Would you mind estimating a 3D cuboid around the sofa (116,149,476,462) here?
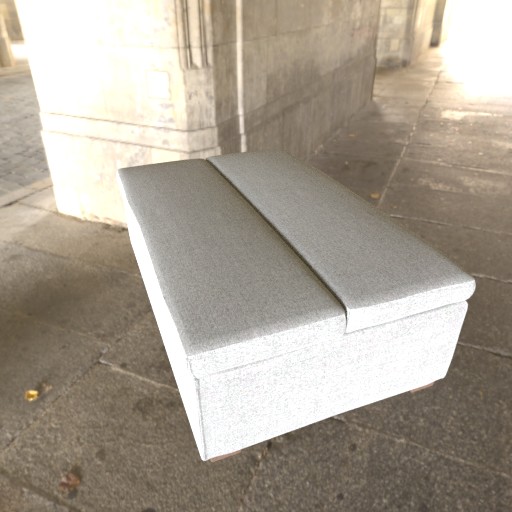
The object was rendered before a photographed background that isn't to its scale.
[{"bbox_3d":[0.000,0.000,1.621,0.817,0.434,1.250,-11,32,-19],"label":"sofa"}]
